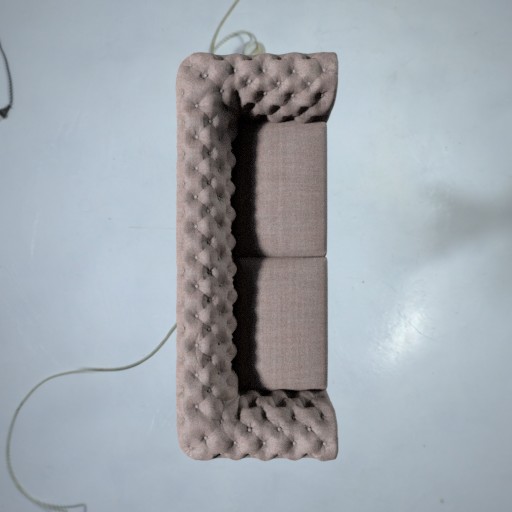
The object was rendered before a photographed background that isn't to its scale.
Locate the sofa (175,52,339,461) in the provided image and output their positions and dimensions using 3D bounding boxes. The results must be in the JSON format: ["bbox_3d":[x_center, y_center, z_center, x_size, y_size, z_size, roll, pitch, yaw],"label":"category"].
[{"bbox_3d":[0.000,0.000,2.850,0.944,0.787,2.385,0,90,0],"label":"sofa"}]
